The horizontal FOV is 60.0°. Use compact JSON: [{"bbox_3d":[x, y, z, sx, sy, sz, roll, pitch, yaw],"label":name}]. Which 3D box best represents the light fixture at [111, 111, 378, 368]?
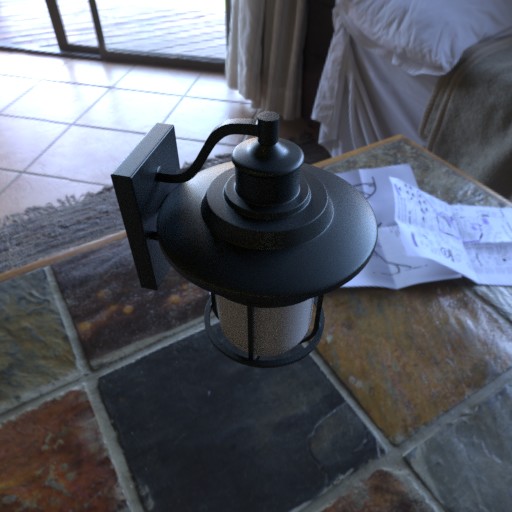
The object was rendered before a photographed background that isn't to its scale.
[{"bbox_3d":[0.000,0.000,0.507,0.252,0.345,0.222,10,45,11],"label":"light fixture"}]
